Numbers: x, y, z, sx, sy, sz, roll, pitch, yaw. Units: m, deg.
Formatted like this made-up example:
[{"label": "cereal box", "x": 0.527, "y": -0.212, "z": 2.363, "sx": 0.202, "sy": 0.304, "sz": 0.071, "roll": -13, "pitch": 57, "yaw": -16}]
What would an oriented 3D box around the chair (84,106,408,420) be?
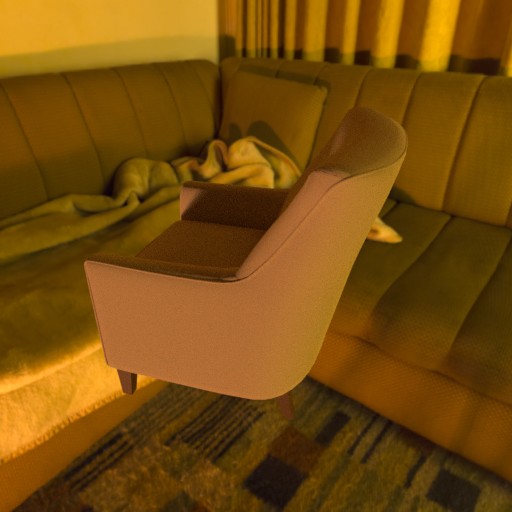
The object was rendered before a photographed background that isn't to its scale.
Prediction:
[{"label": "chair", "x": 0.000, "y": 0.000, "z": 1.551, "sx": 0.879, "sy": 0.916, "sz": 0.756, "roll": 8, "pitch": 30, "yaw": 15}]
